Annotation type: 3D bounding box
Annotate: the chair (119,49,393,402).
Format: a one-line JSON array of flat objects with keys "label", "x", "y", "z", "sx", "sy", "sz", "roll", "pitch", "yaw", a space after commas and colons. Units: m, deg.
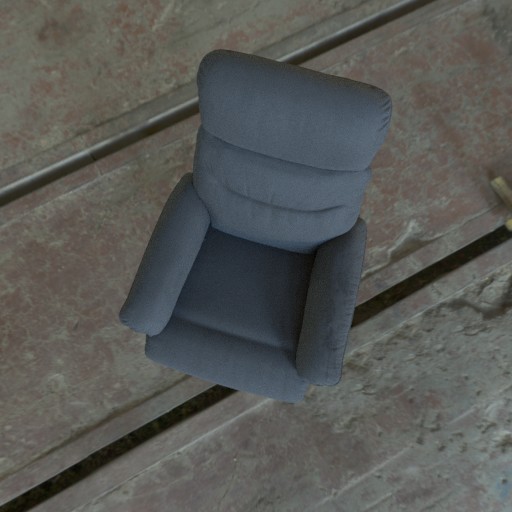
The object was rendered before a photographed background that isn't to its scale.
[{"label": "chair", "x": 0.000, "y": 0.000, "z": 1.708, "sx": 0.820, "sy": 1.037, "sz": 1.004, "roll": 16, "pitch": 76, "yaw": 4}]
